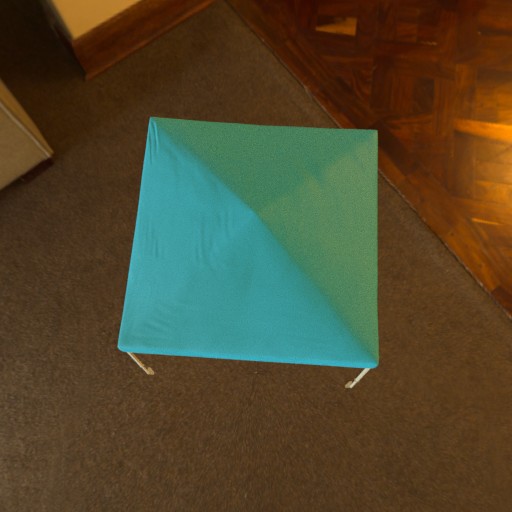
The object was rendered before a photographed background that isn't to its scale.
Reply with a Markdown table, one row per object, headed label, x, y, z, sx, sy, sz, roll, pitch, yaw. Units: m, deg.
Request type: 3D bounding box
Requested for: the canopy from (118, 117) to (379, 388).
| label | x | y | z | sx | sy | sz | roll | pitch | yaw |
| --- | --- | --- | --- | --- | --- | --- | --- | --- | --- |
| canopy | 0.000 | 0.000 | 5.141 | 2.849 | 2.850 | 2.850 | 4 | 75 | 1 |
